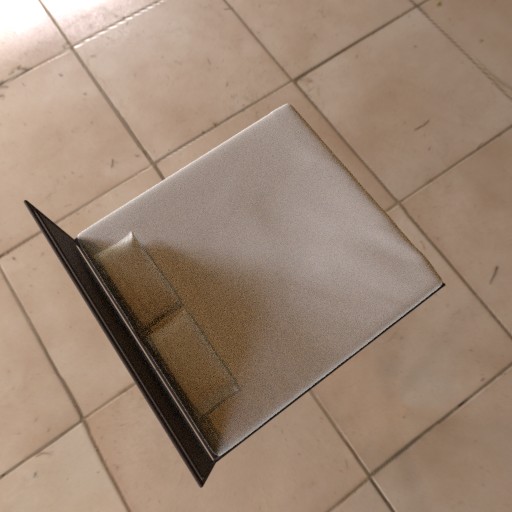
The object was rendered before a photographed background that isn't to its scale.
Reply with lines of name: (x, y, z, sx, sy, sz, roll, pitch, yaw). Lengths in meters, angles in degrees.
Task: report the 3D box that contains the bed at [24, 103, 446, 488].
bed: (0.000, 0.000, 3.272, 2.151, 1.173, 1.993, -35, 76, -10)
